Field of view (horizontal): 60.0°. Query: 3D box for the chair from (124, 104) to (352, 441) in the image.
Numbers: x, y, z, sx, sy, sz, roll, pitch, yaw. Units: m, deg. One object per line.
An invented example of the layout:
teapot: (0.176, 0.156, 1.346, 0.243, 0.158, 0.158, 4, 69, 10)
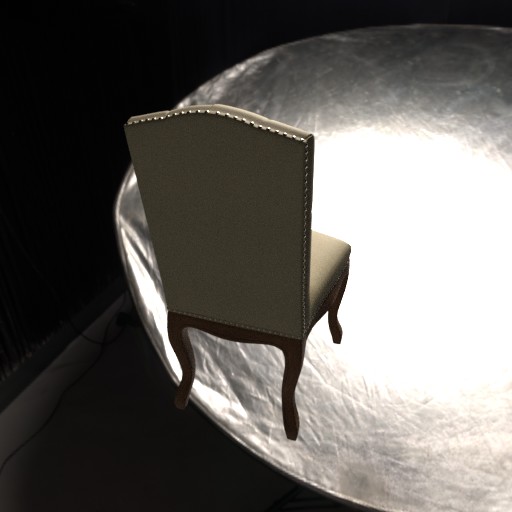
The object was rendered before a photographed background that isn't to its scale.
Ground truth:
chair: (0.000, 0.000, 1.575, 0.623, 1.165, 0.715, 10, 32, 16)
